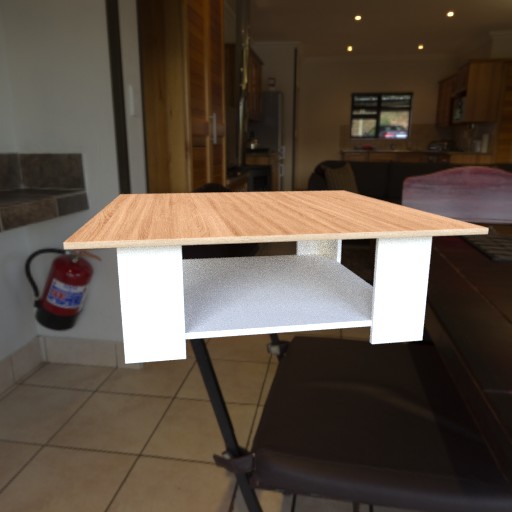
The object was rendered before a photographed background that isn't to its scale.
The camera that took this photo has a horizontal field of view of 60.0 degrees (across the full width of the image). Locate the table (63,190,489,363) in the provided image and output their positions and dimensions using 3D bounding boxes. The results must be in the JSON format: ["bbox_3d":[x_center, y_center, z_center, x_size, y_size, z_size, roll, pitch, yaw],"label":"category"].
[{"bbox_3d":[0.000,0.000,1.368,0.890,0.305,0.890,-2,14,-10],"label":"table"}]
